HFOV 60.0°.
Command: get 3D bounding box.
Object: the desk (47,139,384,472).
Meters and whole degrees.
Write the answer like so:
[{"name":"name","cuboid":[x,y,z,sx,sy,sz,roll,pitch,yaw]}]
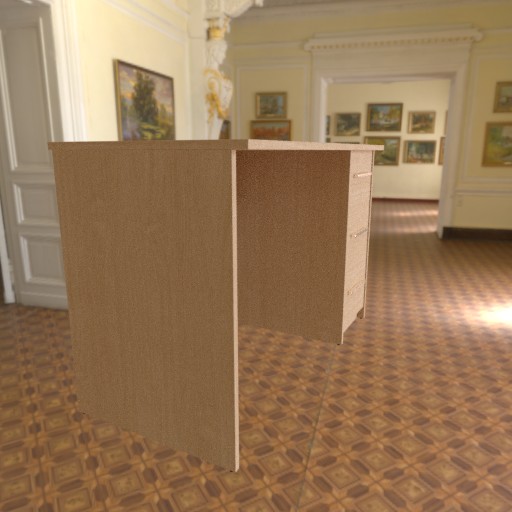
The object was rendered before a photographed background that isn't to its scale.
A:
[{"name":"desk","cuboid":[0.000,0.000,1.501,0.560,0.735,1.097,7,15,28]}]
